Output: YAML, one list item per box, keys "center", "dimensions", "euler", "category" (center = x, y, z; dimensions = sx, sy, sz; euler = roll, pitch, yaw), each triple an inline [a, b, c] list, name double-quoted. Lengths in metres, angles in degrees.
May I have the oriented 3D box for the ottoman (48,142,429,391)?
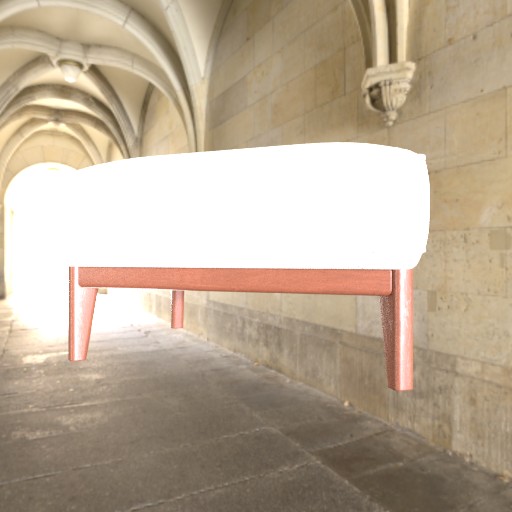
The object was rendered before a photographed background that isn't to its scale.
- center: [0.000, 0.000, 1.119]
  dimensions: [0.794, 0.465, 0.594]
  euler: [0, 0, 18]
  category: "ottoman"
